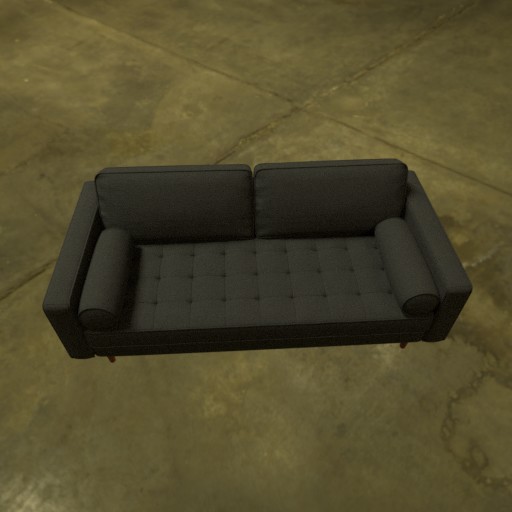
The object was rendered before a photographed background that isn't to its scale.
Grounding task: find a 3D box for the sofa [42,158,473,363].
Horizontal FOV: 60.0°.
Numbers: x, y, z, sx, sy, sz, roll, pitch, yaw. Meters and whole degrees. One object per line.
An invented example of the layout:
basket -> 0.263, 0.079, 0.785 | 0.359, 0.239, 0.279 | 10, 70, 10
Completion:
sofa -> 0.000, 0.000, 2.337 | 1.875, 0.759, 0.914 | -2, 46, -2
